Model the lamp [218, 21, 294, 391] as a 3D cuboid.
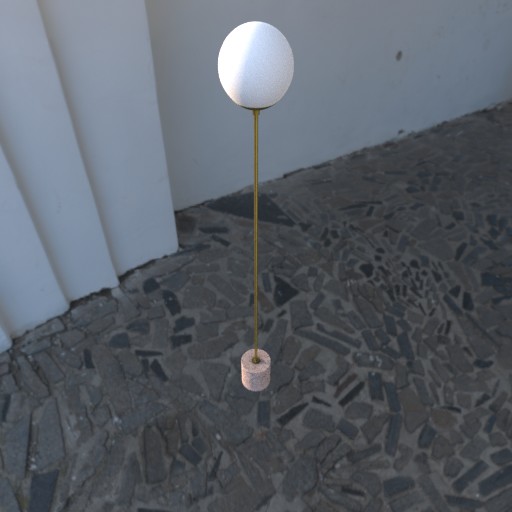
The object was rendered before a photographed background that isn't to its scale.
[{"bbox_3d":[0.000,0.000,1.830,0.229,1.748,0.229,-12,42,-14],"label":"lamp"}]
